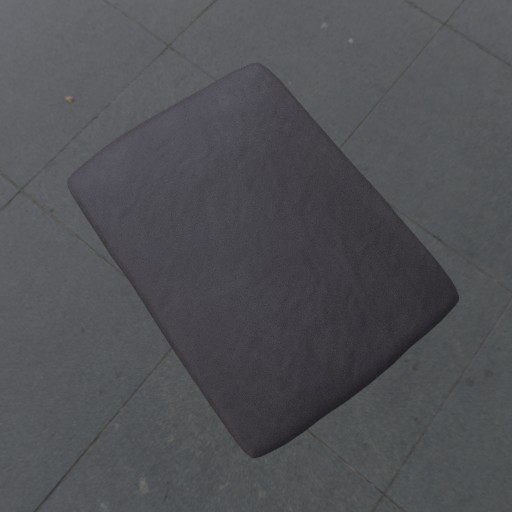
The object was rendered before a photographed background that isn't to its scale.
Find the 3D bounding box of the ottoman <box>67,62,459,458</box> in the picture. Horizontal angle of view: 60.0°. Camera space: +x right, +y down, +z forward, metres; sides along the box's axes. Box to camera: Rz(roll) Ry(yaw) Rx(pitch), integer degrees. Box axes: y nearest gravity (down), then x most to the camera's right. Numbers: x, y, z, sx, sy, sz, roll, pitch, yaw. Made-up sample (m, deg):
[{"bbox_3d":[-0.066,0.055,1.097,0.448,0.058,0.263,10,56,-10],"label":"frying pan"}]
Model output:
[{"bbox_3d":[0.000,0.000,1.287,0.659,0.529,0.887,-35,77,-9],"label":"ottoman"}]
